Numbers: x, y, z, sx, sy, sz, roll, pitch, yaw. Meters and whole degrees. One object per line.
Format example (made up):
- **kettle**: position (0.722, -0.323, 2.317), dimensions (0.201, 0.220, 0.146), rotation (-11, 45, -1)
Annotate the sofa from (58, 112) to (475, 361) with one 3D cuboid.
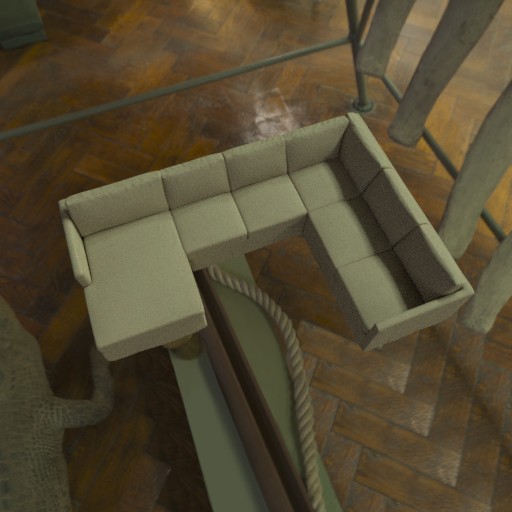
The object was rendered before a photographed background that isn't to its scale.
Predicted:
- **sofa**: position (0.000, 0.000, 4.581), dimensions (3.528, 0.878, 2.476), rotation (-19, 65, -9)
